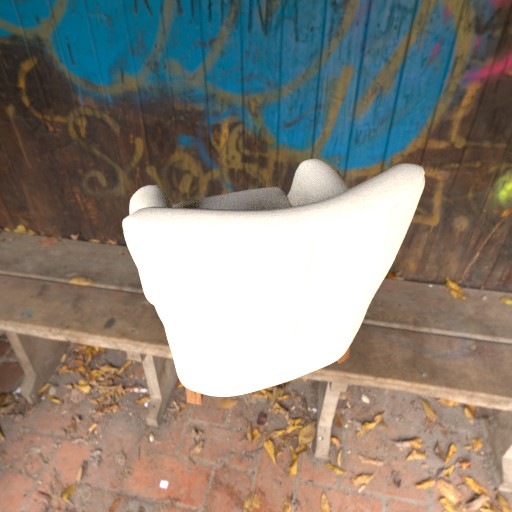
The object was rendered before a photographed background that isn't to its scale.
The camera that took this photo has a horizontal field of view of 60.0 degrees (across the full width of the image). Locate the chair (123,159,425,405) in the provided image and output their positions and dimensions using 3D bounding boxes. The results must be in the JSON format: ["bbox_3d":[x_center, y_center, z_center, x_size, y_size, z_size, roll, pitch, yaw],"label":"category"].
[{"bbox_3d":[0.000,0.000,1.653,0.861,0.936,0.921,-12,42,-13],"label":"chair"}]
